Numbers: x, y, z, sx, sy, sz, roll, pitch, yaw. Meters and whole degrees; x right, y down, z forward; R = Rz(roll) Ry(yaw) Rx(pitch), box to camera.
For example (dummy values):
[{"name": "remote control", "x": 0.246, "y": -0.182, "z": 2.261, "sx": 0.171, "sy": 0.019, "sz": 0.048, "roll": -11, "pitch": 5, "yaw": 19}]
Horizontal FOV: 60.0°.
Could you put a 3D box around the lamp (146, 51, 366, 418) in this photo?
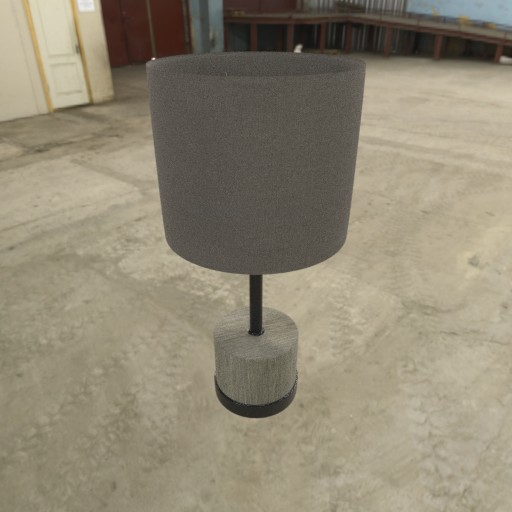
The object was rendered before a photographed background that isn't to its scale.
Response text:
[{"name": "lamp", "x": 0.000, "y": 0.000, "z": 0.582, "sx": 0.229, "sy": 0.470, "sz": 0.229, "roll": -10, "pitch": 31, "yaw": -18}]
